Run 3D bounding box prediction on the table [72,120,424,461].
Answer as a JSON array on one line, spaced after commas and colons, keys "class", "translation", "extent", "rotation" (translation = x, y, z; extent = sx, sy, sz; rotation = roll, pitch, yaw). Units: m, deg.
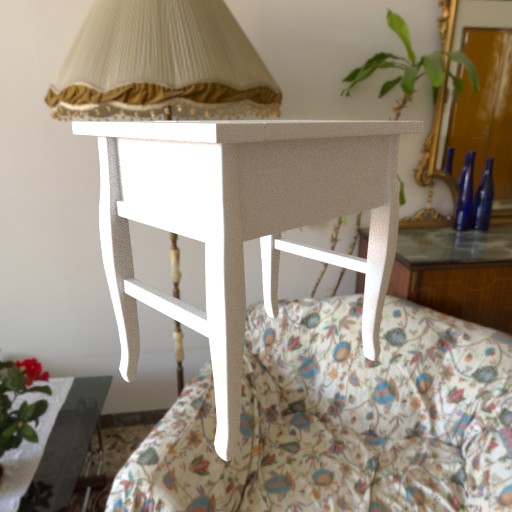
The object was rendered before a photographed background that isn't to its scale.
[{"class": "table", "translation": [0.000, 0.000, 1.034], "extent": [0.599, 0.605, 0.463], "rotation": [-16, 24, -42]}]
